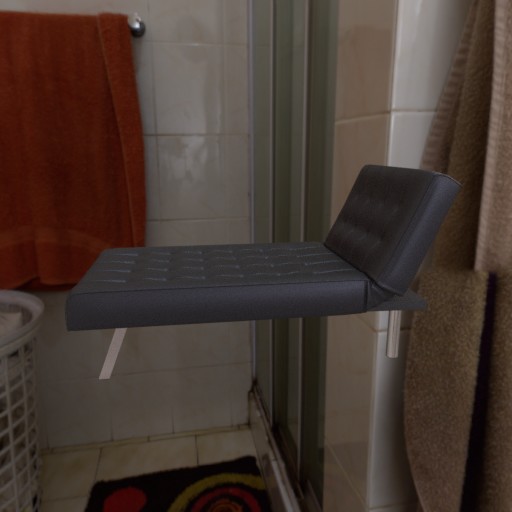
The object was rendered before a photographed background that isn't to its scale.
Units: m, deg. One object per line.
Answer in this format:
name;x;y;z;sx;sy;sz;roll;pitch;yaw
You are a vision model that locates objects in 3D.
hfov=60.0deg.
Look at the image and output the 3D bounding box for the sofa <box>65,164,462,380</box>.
sofa;0.000;0.000;2.093;1.560;0.820;0.760;-2;14;-9
